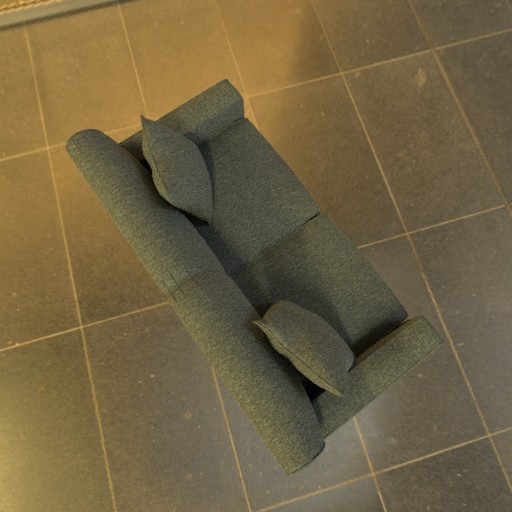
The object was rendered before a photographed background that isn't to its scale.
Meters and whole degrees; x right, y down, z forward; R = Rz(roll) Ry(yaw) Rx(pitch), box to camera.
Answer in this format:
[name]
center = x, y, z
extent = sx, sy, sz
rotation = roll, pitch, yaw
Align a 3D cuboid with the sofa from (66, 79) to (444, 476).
[sofa]
center = 0.000, 0.000, 2.404
extent = 0.998, 0.958, 1.846
rotation = -35, 77, -9
